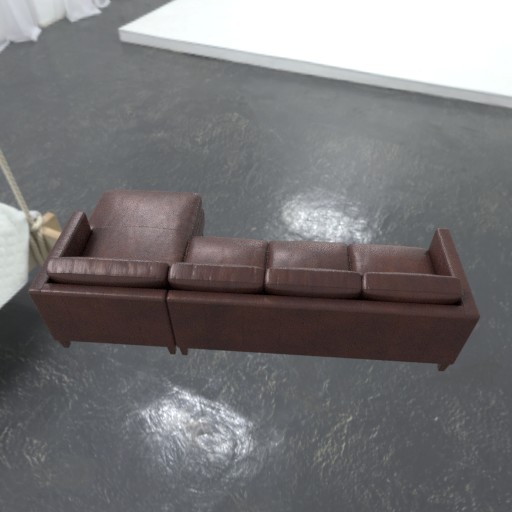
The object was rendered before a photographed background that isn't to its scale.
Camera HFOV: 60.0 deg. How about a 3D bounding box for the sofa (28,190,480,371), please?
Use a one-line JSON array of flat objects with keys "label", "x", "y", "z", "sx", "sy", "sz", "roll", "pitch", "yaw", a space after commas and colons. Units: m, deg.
[{"label": "sofa", "x": 0.000, "y": 0.000, "z": 3.873, "sx": 3.203, "sy": 0.883, "sz": 1.581, "roll": 3, "pitch": 45, "yaw": 3}]
